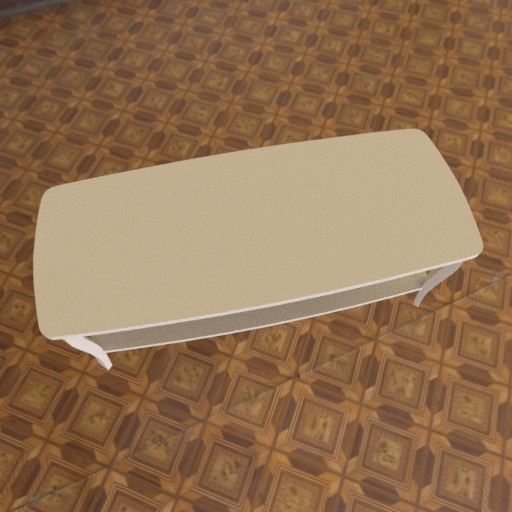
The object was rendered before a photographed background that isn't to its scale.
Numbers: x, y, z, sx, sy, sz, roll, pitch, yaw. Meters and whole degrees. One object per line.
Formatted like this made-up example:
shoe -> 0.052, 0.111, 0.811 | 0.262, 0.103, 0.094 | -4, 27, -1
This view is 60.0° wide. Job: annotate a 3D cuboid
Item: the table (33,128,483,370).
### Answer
table -> 0.000, 0.000, 1.570 | 1.334, 0.474, 0.561 | -10, 62, -6
